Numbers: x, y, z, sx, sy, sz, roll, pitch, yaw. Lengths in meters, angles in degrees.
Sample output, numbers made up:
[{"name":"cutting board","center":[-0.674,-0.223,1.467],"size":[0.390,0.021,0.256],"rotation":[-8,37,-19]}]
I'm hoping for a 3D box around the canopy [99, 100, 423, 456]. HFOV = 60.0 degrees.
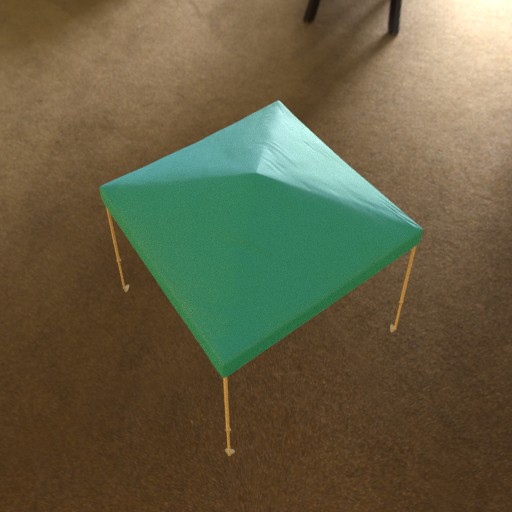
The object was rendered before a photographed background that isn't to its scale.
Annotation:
[{"name":"canopy","center":[0.000,0.000,5.238],"size":[2.849,2.850,2.850],"rotation":[-31,63,-18]}]
